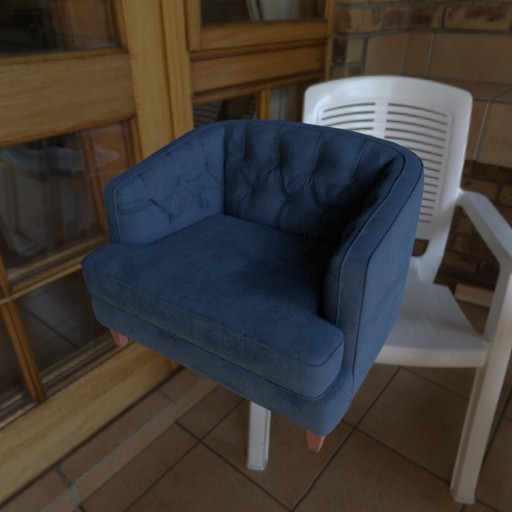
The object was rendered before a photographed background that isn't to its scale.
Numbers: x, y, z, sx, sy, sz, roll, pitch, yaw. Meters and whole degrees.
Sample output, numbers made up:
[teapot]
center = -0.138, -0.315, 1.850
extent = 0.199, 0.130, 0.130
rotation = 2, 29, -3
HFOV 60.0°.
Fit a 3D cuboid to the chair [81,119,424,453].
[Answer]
[chair]
center = 0.000, 0.000, 1.767
extent = 1.094, 0.852, 0.940
rotation = 18, 35, 28
